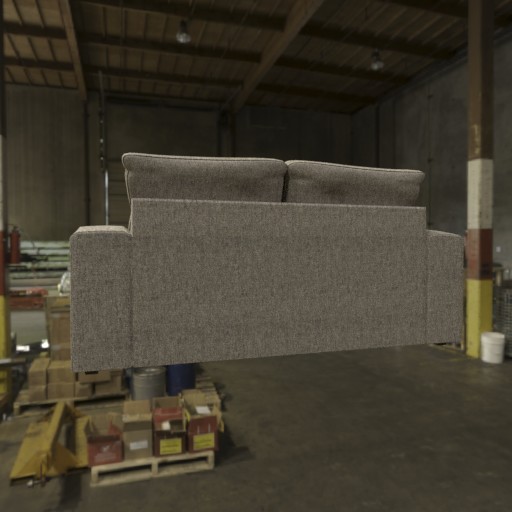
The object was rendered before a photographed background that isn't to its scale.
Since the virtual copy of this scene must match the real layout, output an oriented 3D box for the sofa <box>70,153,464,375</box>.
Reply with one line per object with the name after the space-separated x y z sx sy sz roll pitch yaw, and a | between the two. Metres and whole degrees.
0.000 0.000 2.384 1.758 0.877 1.094 0 1 -18 | sofa
